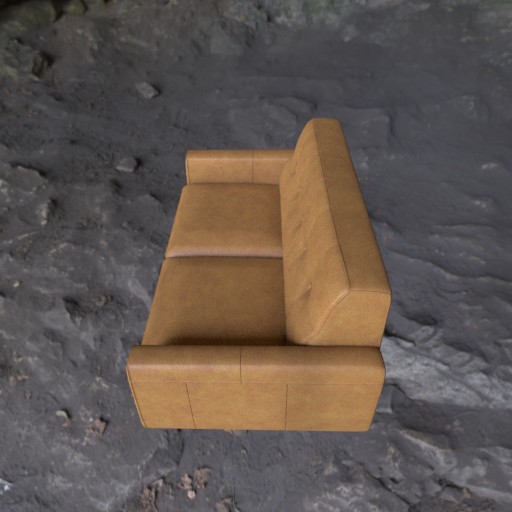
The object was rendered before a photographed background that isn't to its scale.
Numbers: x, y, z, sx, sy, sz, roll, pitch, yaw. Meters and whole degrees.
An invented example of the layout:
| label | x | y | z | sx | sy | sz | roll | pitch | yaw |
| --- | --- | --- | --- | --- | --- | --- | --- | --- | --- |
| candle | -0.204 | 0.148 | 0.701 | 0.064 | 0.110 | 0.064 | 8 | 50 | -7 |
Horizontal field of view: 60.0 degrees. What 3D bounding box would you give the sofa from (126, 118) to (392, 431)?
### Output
| label | x | y | z | sx | sy | sz | roll | pitch | yaw |
| --- | --- | --- | --- | --- | --- | --- | --- | --- | --- |
| sofa | 0.000 | 0.000 | 2.275 | 0.952 | 0.925 | 1.651 | 1 | 40 | 1 |
